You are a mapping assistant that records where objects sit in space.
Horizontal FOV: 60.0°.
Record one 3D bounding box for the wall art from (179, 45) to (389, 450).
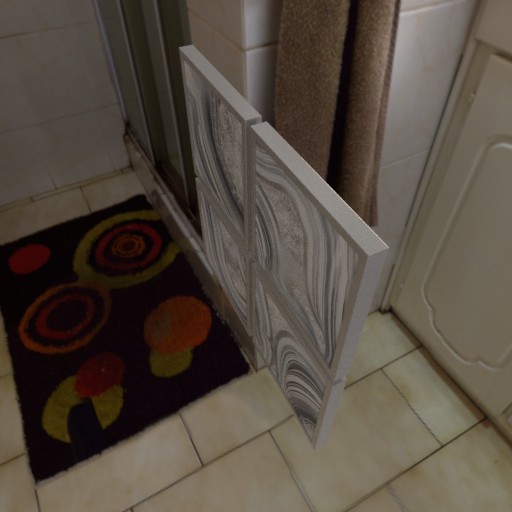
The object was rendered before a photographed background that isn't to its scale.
[{"bbox_3d":[0.000,0.000,0.902,0.029,0.611,0.611,-20,51,-18],"label":"wall art"}]
